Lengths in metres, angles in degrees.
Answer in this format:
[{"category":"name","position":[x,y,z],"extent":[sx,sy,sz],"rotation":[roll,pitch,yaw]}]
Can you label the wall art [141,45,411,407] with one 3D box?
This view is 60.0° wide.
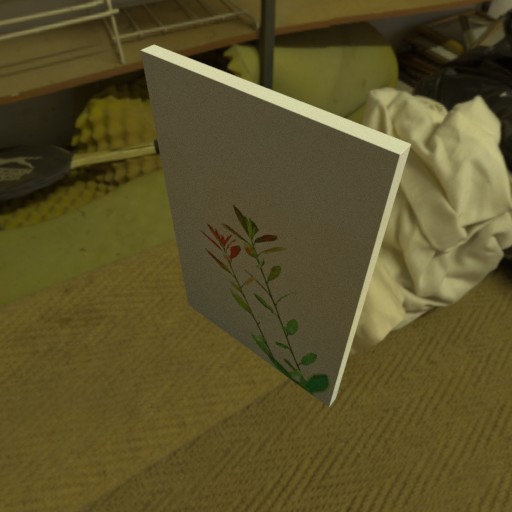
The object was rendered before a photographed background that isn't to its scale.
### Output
[{"category":"wall art","position":[0.000,0.000,1.166],"extent":[0.612,0.915,0.039],"rotation":[31,54,26]}]
